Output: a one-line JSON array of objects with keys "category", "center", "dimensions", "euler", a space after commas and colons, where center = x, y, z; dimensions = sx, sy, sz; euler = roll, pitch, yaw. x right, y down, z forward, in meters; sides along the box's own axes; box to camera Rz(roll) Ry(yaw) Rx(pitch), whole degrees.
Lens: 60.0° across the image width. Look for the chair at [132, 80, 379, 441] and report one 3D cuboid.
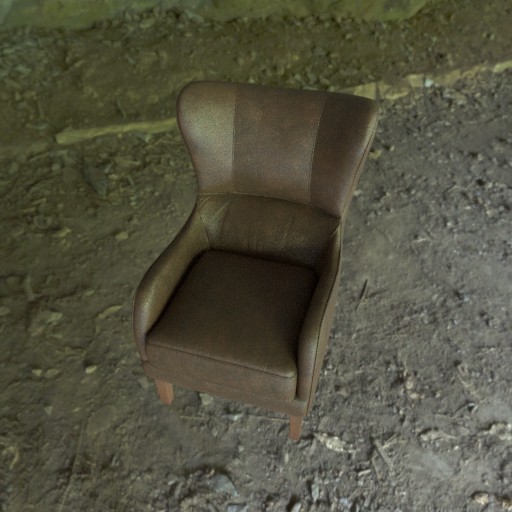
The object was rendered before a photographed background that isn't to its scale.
[{"category": "chair", "center": [0.000, 0.000, 1.648], "dimensions": [0.692, 1.048, 0.914], "euler": [11, 41, 13]}]
